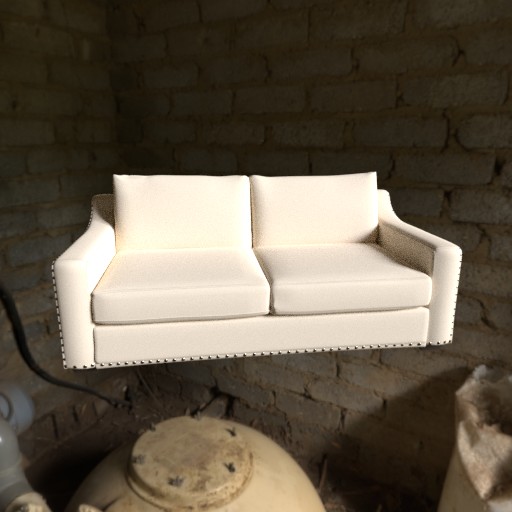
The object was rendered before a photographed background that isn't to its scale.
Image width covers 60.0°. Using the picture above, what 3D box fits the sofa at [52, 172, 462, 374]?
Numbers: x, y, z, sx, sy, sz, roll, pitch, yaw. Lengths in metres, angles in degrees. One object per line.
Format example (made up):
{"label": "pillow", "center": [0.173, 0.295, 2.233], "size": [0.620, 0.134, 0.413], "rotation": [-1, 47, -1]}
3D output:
{"label": "sofa", "center": [0.000, 0.000, 2.367], "size": [1.812, 0.830, 0.949], "rotation": [-2, 16, -8]}
